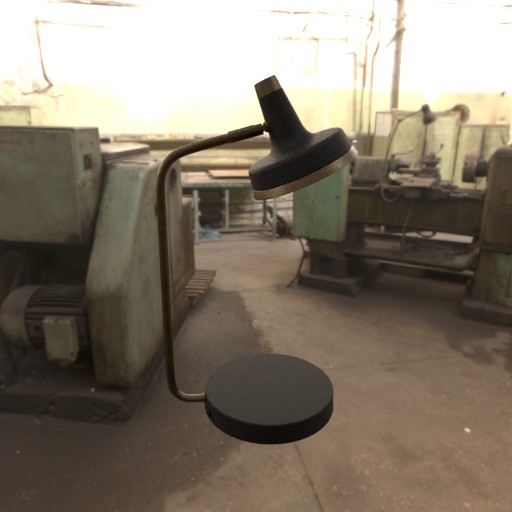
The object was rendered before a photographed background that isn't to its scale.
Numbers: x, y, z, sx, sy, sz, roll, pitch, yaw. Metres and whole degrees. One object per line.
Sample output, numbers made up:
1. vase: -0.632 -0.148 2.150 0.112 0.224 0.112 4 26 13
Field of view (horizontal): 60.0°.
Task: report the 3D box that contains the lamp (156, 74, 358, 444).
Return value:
1. lamp: 0.000 0.000 0.504 0.218 0.385 0.162 -2 17 -8
